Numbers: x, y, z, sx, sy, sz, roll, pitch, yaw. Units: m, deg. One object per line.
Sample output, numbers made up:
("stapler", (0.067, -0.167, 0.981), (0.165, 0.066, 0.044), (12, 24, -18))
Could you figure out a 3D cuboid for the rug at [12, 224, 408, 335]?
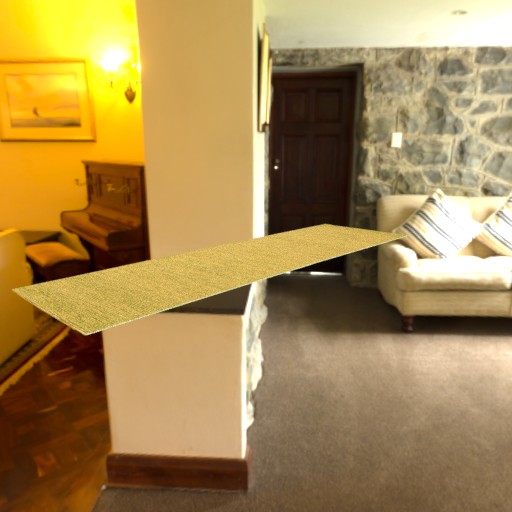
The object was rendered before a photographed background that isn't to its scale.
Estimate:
("rug", (0.000, 0.000, 2.493), (0.686, 0.013, 2.340), (13, 19, 42))
